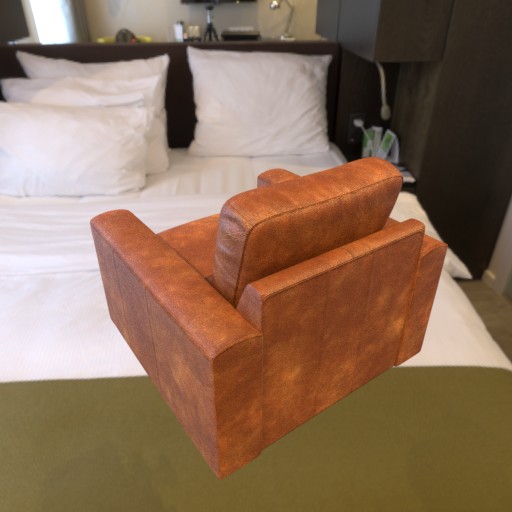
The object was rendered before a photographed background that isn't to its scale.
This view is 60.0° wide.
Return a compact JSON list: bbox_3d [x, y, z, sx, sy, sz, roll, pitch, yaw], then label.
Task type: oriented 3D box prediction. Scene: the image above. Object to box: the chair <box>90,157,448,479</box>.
[{"bbox_3d":[0.000,0.000,1.771,1.005,0.873,1.016,-20,37,-30],"label":"chair"}]
